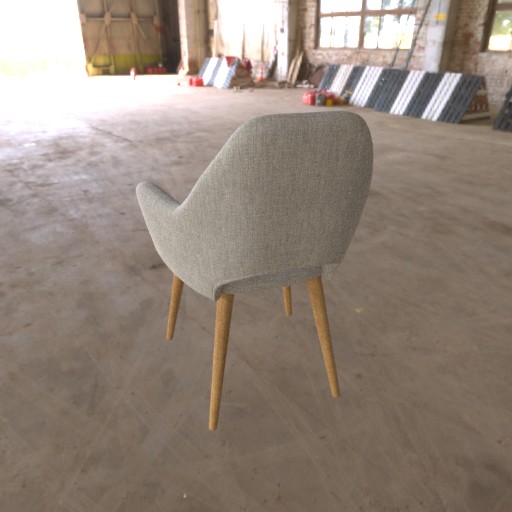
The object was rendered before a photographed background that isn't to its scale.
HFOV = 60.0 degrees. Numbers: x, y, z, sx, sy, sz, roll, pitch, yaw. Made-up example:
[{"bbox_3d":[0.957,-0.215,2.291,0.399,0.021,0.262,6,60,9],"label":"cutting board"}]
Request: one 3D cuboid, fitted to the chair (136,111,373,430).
[{"bbox_3d":[0.000,0.000,1.223,0.590,0.840,0.610,-9,28,-17],"label":"chair"}]
